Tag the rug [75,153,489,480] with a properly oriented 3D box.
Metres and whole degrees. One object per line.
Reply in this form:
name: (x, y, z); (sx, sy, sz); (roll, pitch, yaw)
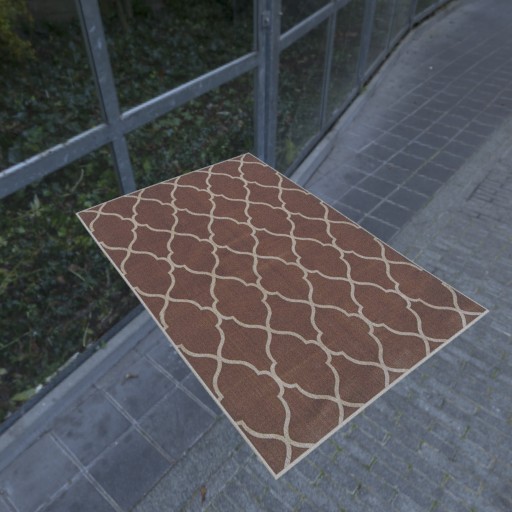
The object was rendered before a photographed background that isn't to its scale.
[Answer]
rug: (0.000, 0.000, 2.808); (1.528, 0.014, 2.294); (-26, 47, -27)
